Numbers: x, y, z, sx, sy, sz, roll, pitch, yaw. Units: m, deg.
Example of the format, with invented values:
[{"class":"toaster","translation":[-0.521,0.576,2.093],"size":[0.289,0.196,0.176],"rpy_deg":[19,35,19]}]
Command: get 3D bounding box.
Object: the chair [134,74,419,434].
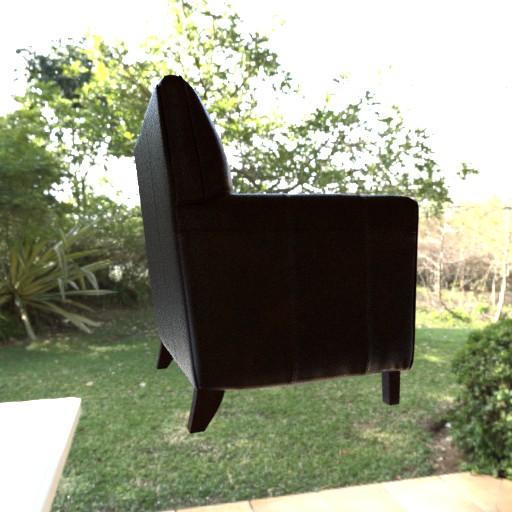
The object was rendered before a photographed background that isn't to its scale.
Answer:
[{"class":"chair","translation":[0.000,0.000,1.634],"size":[0.823,0.943,0.870],"rpy_deg":[0,0,-20]}]
